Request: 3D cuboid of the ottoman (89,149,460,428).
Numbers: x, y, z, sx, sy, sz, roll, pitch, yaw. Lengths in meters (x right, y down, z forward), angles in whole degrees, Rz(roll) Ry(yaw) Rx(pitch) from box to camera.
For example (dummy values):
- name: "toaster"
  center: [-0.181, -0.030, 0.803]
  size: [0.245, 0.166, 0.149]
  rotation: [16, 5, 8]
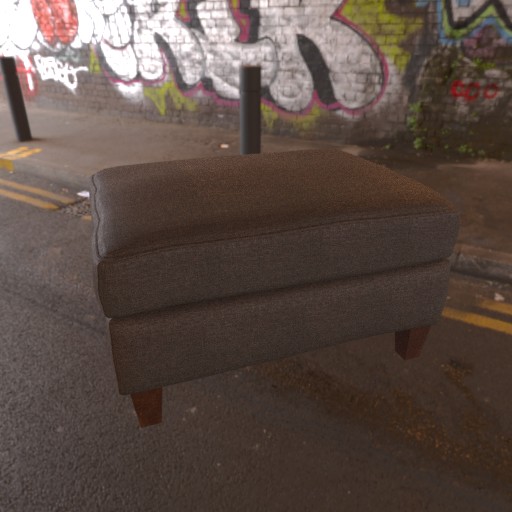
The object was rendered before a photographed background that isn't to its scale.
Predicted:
- name: "ottoman"
  center: [0.000, 0.000, 1.226]
  size: [0.826, 0.496, 0.639]
  rotation: [-9, 28, -17]
